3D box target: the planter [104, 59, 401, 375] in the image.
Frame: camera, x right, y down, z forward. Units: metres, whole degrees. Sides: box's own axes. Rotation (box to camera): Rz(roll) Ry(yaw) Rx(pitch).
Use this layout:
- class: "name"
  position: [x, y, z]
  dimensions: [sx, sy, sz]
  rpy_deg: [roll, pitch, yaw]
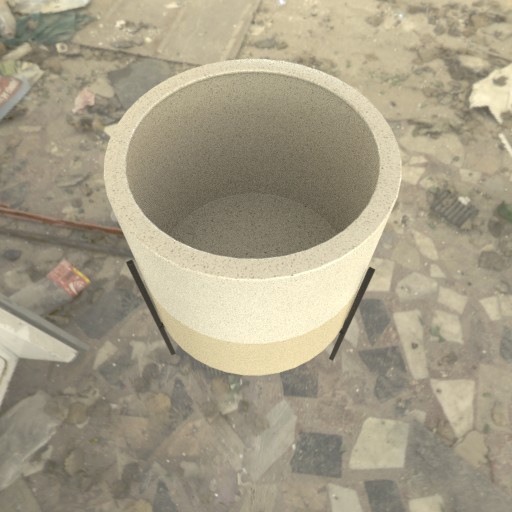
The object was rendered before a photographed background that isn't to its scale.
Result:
- class: "planter"
  position: [0.000, 0.000, 0.738]
  dimensions: [0.368, 0.484, 0.359]
  rpy_deg: [28, 63, 16]
